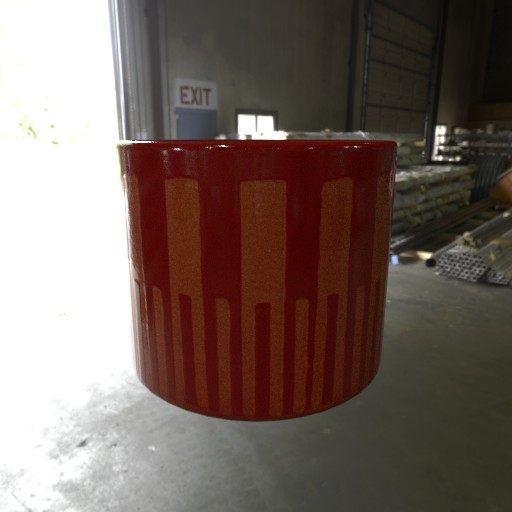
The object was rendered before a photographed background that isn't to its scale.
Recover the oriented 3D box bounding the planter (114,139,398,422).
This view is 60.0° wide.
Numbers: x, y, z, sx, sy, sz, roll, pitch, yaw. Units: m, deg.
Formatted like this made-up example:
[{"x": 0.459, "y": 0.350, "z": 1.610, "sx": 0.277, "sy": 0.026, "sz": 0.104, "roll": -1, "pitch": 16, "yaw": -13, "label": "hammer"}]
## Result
[{"x": 0.000, "y": 0.000, "z": 0.400, "sx": 0.230, "sy": 0.202, "sz": 0.230, "roll": 0, "pitch": 15, "yaw": 0, "label": "planter"}]
